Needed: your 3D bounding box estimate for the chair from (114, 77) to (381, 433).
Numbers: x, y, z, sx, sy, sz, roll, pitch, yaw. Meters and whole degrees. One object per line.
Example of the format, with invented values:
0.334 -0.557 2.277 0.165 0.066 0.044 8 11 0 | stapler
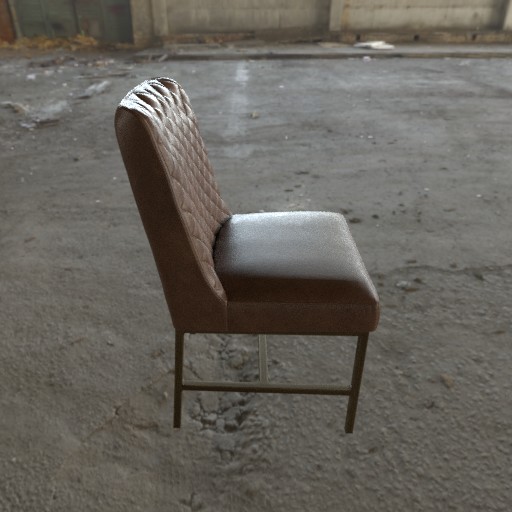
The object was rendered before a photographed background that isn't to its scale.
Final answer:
0.000 0.000 1.236 0.587 0.889 0.508 0 30 -1 | chair
